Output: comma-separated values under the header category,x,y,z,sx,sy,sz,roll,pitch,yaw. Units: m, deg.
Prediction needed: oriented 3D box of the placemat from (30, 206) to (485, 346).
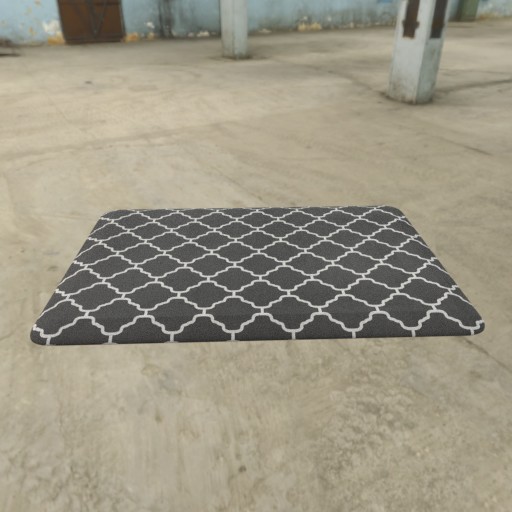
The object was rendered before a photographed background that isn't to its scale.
category,x,y,z,sx,sy,sz,roll,pitch,yaw
placemat,0.000,0.000,0.930,0.762,0.021,0.508,-1,31,-2
